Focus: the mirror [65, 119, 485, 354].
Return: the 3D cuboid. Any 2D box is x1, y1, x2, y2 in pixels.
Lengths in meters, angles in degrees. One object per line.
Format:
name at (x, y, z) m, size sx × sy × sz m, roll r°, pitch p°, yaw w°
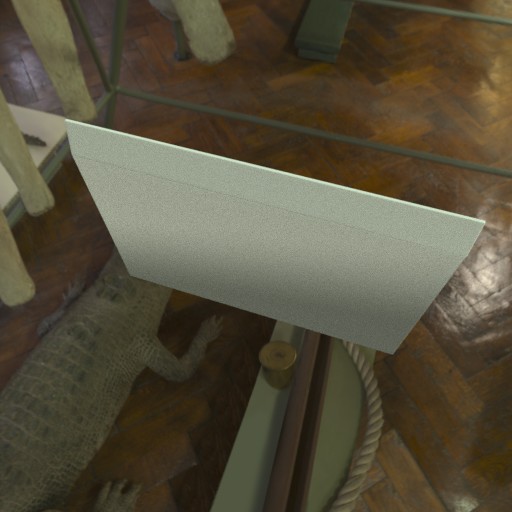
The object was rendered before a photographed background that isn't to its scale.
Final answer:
mirror at (0.000, 0.000, 1.138) m, size 0.870 × 0.630 × 0.030 m, roll 16°, pitch 59°, yaw 10°
